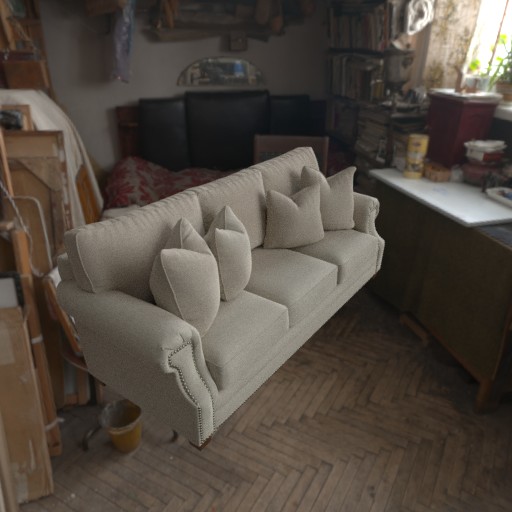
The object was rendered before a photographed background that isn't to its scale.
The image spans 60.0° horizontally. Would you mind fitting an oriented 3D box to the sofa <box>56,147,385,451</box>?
[{"bbox_3d":[0.000,0.000,2.887,0.965,0.975,2.312,19,32,32],"label":"sofa"}]
